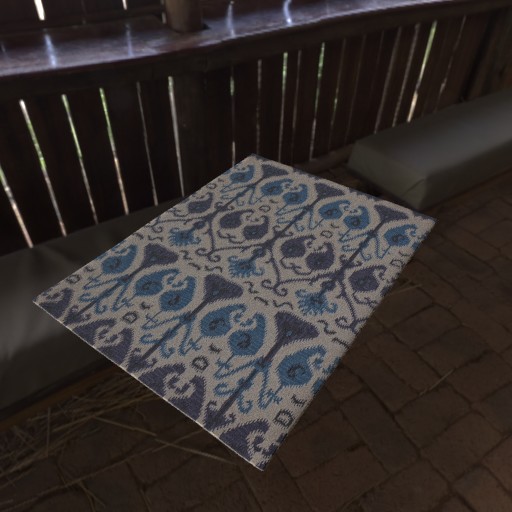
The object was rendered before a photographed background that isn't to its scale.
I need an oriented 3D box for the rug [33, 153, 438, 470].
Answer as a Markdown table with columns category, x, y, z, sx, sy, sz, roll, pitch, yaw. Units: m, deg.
| category | x | y | z | sx | sy | sz | roll | pitch | yaw |
| --- | --- | --- | --- | --- | --- | --- | --- | --- | --- |
| rug | 0.000 | 0.000 | 4.257 | 2.443 | 0.024 | 3.228 | 26 | 47 | 26 |
